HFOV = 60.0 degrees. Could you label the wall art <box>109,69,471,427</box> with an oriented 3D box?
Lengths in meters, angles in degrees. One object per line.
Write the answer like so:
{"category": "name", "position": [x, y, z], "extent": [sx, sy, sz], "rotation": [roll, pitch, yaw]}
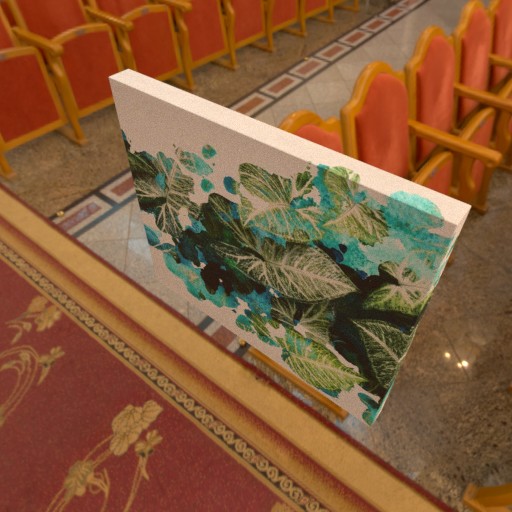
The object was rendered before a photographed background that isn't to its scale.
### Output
{"category": "wall art", "position": [0.000, 0.000, 0.684], "extent": [0.507, 0.435, 0.041], "rotation": [30, 52, 26]}
